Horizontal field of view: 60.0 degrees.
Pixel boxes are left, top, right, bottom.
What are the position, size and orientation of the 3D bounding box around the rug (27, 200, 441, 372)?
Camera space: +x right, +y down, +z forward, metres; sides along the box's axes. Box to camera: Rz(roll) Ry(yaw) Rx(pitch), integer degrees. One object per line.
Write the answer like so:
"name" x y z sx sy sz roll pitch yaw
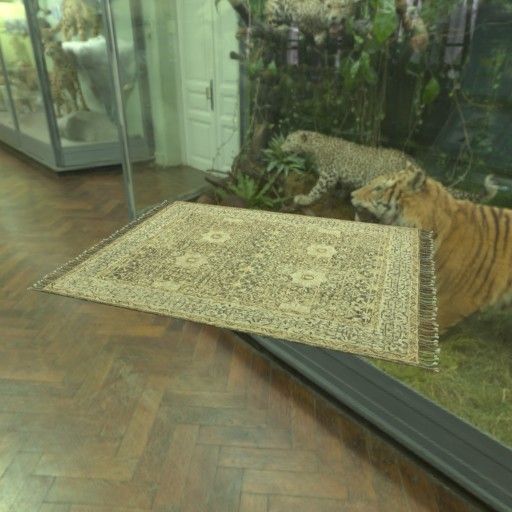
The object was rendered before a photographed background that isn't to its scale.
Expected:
"rug" 0.000 0.000 4.300 3.291 0.017 2.431 8 27 17
